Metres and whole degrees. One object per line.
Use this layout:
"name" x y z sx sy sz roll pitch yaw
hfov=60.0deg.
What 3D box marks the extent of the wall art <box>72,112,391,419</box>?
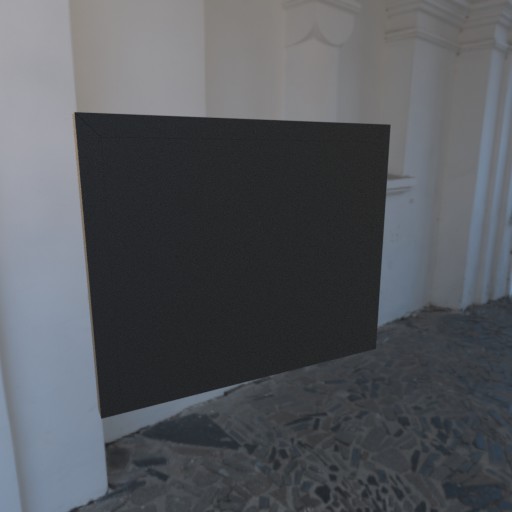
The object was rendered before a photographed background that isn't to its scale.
"wall art" 0.000 0.000 0.777 0.558 0.457 0.029 -7 14 -26
